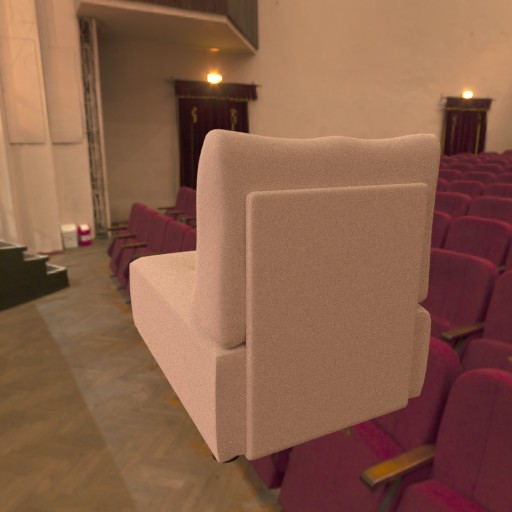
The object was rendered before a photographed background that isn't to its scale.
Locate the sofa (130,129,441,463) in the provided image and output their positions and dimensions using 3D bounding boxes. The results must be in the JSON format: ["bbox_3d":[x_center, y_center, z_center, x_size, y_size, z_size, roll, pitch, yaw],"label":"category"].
[{"bbox_3d":[0.000,0.000,1.554,0.700,0.820,1.000,-7,16,-26],"label":"sofa"}]
